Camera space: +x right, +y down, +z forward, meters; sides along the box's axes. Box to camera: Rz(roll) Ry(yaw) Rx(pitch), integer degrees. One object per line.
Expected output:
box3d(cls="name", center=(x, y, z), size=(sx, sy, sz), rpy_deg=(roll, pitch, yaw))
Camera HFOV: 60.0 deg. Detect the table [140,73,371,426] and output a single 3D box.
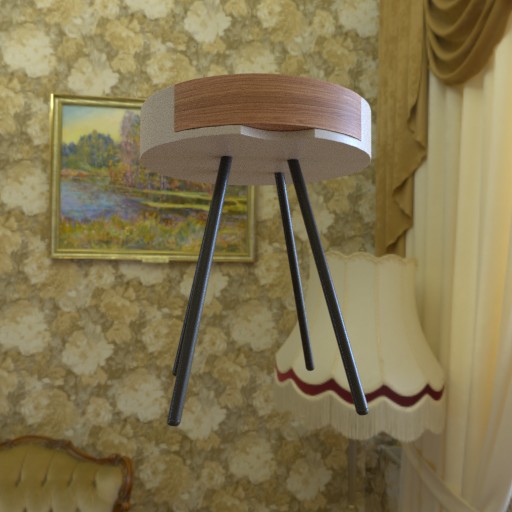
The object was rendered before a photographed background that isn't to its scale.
box3d(cls="table", center=(0.000, 0.000, 0.856), size=(0.450, 0.525, 0.450), rpy_deg=(0, -1, 0))
